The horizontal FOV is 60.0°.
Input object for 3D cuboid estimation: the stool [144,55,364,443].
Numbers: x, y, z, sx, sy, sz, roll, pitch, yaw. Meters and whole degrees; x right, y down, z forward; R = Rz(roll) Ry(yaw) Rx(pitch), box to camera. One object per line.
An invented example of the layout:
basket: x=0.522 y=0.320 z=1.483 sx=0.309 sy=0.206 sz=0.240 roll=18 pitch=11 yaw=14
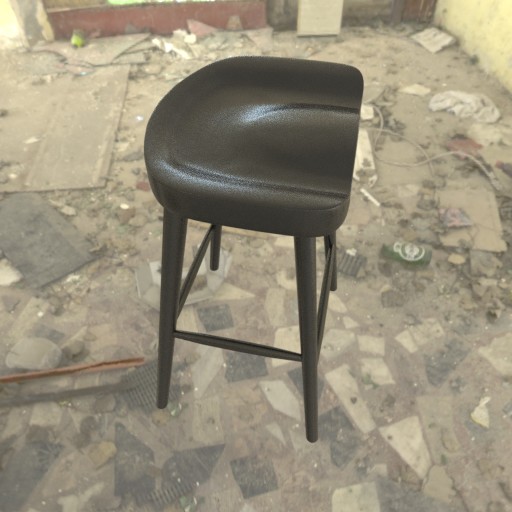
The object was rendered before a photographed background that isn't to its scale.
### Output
stool: x=0.000 y=0.000 z=0.875 sx=0.361 sy=0.615 sz=0.440 roll=9 pitch=48 yaw=9
